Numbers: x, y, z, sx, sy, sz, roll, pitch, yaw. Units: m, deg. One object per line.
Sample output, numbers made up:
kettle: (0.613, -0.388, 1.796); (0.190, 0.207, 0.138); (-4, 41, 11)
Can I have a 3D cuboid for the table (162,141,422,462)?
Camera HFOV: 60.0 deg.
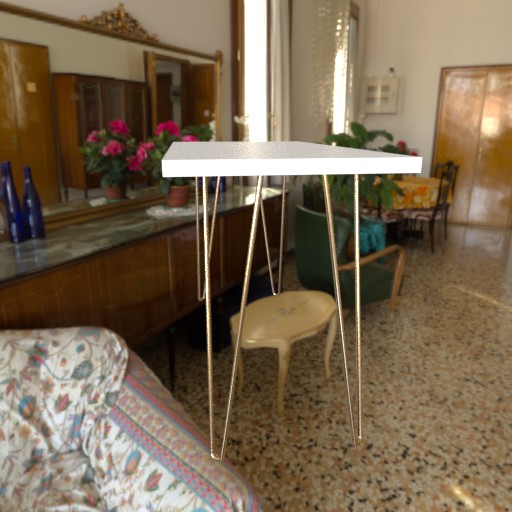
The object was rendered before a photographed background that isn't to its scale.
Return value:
table: (0.000, 0.000, 1.382); (0.498, 0.660, 0.991); (-2, 16, -8)
